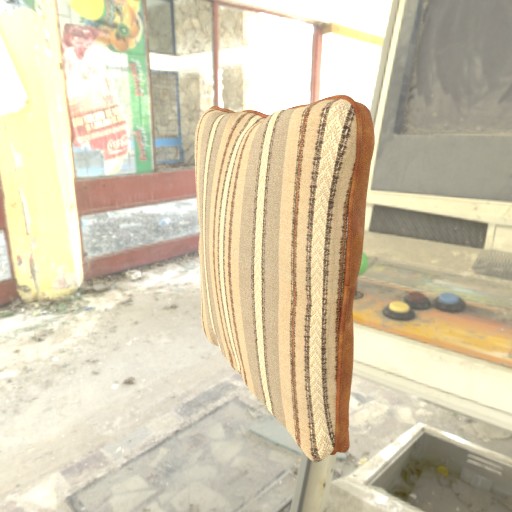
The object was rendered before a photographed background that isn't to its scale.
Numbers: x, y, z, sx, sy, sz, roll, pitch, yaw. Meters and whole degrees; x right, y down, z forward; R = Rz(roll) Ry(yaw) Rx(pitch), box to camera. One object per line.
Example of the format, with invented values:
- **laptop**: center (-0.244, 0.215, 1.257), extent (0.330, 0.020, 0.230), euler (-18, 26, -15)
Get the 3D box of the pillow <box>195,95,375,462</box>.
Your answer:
- **pillow**: center (0.000, 0.000, 0.743), extent (0.130, 0.490, 0.489), euler (-8, 19, -25)
